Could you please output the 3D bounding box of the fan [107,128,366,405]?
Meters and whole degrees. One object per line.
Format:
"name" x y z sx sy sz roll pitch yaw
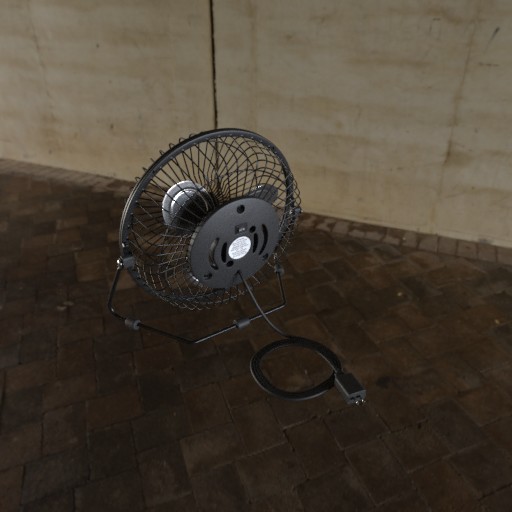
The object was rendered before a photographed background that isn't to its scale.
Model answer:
"fan" 0.000 0.000 0.374 0.209 0.188 0.227 -19 35 -29
